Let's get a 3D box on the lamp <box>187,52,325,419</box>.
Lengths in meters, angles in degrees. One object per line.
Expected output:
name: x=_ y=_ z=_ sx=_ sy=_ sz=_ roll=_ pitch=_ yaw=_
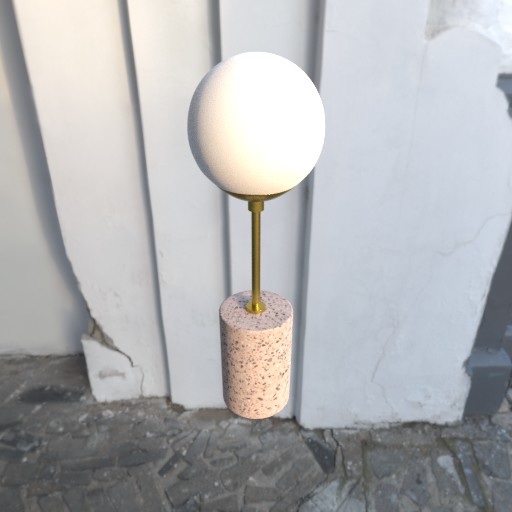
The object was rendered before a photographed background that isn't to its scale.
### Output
lamp: x=0.000 y=0.000 z=0.574 sx=0.153 sy=0.480 sz=0.153 roll=0 pitch=28 yaw=0
